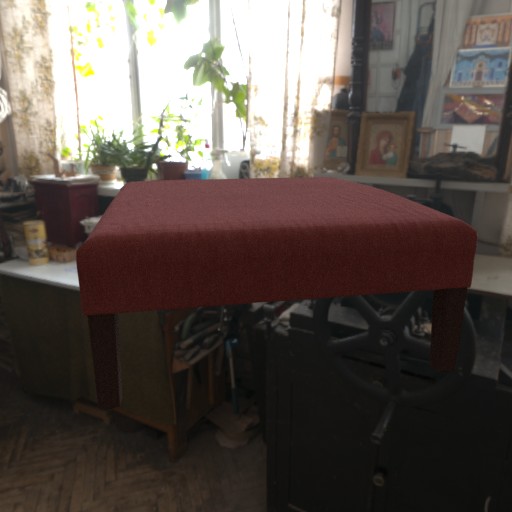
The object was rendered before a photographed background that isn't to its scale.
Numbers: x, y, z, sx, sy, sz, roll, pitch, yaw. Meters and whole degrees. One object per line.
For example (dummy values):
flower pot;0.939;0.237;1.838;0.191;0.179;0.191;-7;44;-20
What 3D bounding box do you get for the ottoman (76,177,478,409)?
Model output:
ottoman;0.000;0.000;1.401;0.889;0.411;0.890;-3;17;-10
